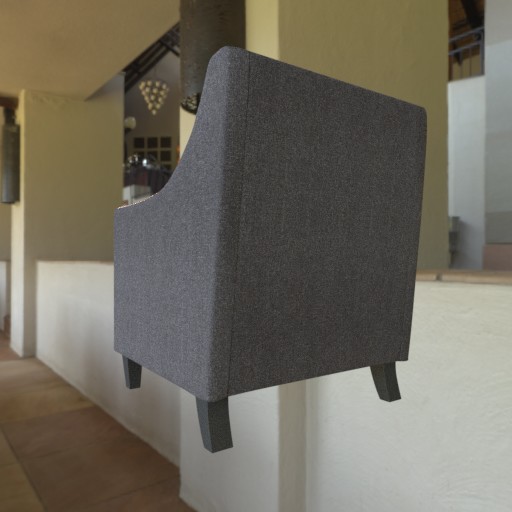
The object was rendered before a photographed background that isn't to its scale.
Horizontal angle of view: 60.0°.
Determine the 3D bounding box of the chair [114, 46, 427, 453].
[{"bbox_3d":[0.000,0.000,1.563,0.776,0.967,0.884,0,0,-35],"label":"chair"}]
